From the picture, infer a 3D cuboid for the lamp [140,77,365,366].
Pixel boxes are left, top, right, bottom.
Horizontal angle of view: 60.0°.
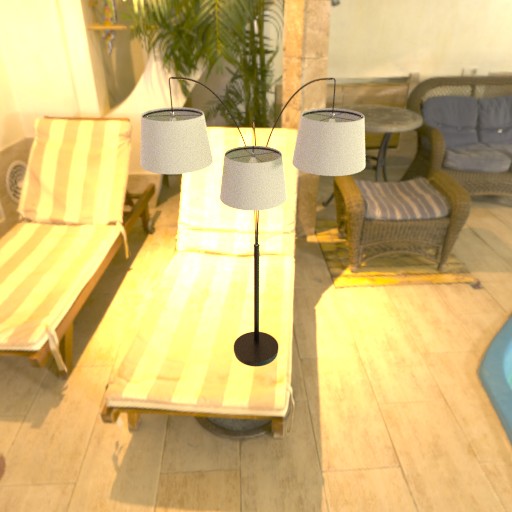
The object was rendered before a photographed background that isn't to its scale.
[{"bbox_3d":[0.000,0.000,2.470,0.951,1.950,0.924,1,30,2],"label":"lamp"}]
